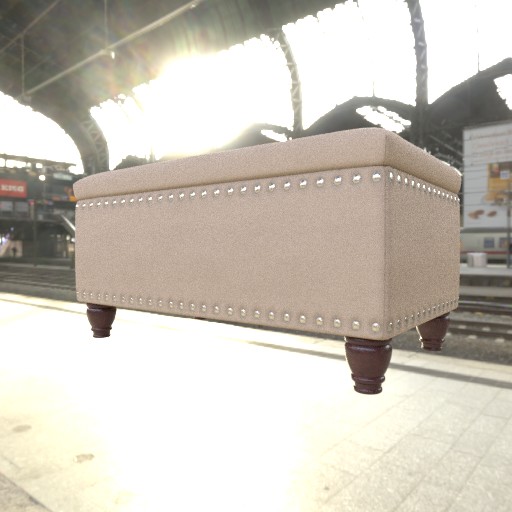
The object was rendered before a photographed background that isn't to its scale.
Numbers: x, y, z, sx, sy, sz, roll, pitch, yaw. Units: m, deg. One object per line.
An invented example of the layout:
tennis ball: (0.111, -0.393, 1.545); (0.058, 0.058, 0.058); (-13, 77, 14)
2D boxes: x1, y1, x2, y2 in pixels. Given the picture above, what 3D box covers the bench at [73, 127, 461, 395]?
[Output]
bench: (0.000, 0.000, 1.147); (0.887, 0.449, 0.500); (1, 1, 37)
